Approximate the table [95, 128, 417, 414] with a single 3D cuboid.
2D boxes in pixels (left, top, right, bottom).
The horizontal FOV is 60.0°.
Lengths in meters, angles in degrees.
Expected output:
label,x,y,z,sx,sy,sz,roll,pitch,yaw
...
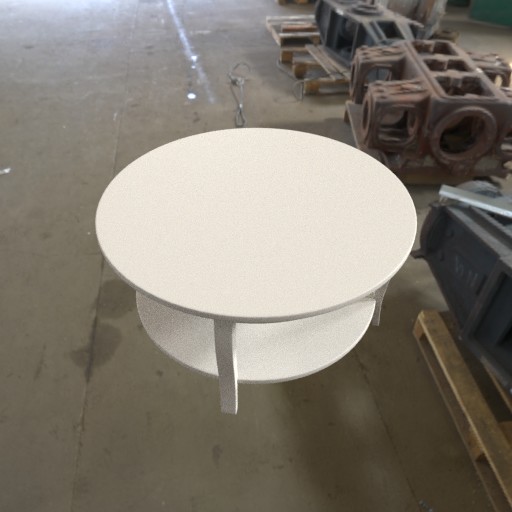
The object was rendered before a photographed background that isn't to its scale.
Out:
label,x,y,z,sx,sy,sz,roll,pitch,yaw
table,0.000,0.000,1.449,0.910,0.457,0.910,0,42,0
